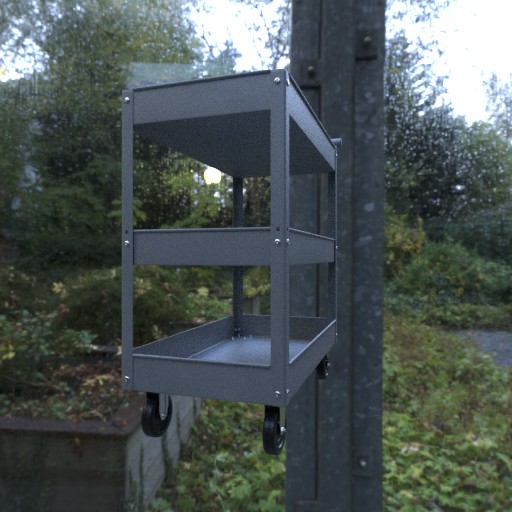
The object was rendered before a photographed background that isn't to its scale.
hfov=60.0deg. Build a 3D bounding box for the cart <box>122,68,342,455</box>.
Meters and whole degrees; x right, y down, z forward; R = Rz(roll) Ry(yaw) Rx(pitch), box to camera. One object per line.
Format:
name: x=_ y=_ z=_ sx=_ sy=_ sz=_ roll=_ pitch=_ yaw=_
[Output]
cart: x=0.000 y=0.000 z=1.197 sx=0.366 sy=0.780 sz=0.719 roll=0 pitch=0 yaw=18
